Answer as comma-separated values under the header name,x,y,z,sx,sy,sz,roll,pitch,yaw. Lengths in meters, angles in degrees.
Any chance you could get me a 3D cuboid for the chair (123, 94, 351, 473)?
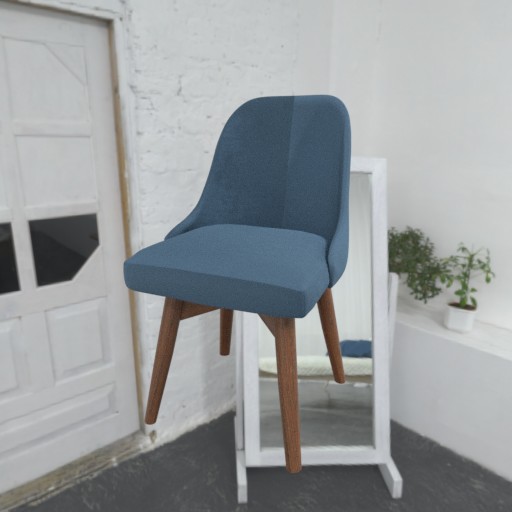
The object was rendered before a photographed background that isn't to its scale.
name,x,y,z,sx,sy,sz,roll,pitch,yaw
chair,0.000,0.000,1.240,0.503,0.882,0.589,7,17,24
